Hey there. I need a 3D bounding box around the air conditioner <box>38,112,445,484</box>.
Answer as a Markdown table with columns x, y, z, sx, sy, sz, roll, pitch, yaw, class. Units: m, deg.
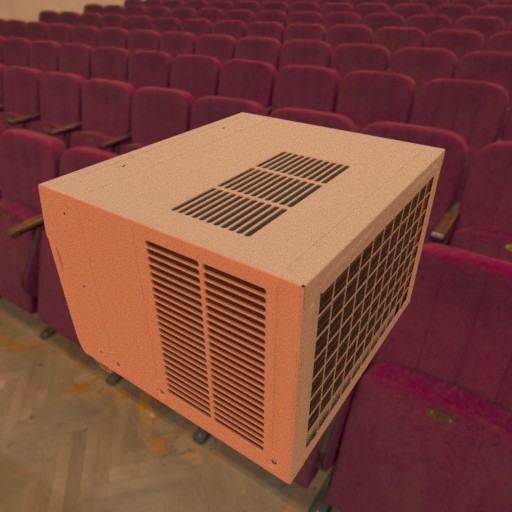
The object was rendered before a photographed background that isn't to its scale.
| x | y | z | sx | sy | sz | roll | pitch | yaw | class |
| --- | --- | --- | --- | --- | --- | --- | --- | --- | --- |
| 0.000 | 0.000 | 1.041 | 0.599 | 0.455 | 0.645 | 20 | 37 | 29 | air conditioner |
